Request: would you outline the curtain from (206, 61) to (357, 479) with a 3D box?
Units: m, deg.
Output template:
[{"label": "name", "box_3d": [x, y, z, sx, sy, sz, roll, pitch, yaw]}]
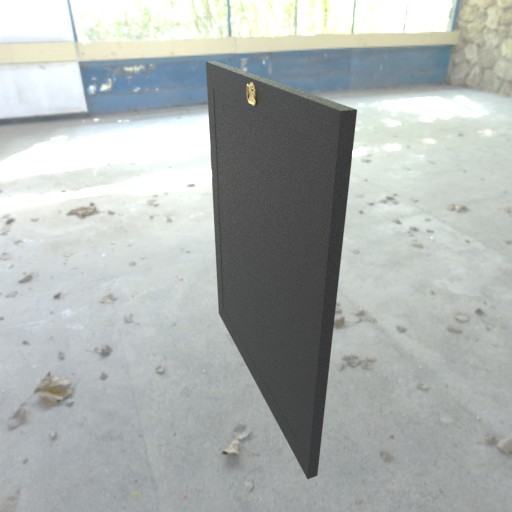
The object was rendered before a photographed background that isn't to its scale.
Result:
[{"label": "curtain", "box_3d": [0.000, 0.000, 0.779, 0.027, 0.585, 0.483, -11, 31, -19]}]
